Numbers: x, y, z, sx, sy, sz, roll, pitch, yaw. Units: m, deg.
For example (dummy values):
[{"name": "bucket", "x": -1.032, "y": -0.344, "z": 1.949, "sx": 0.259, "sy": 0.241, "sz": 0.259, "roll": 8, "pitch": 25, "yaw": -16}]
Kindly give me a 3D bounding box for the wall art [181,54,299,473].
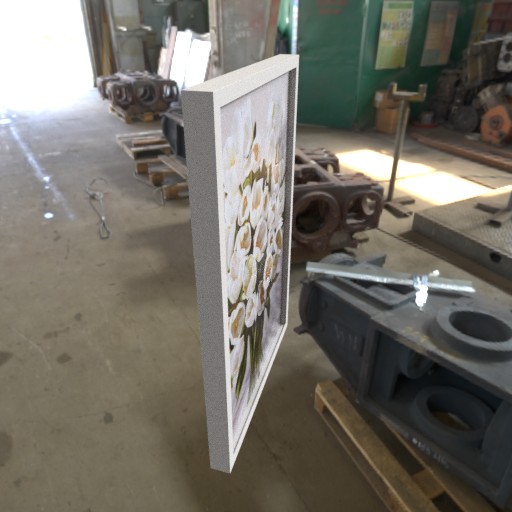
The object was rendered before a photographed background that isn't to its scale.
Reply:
[{"name": "wall art", "x": 0.000, "y": 0.000, "z": 0.835, "sx": 0.038, "sy": 0.657, "sz": 0.450, "roll": 8, "pitch": 30, "yaw": 15}]
